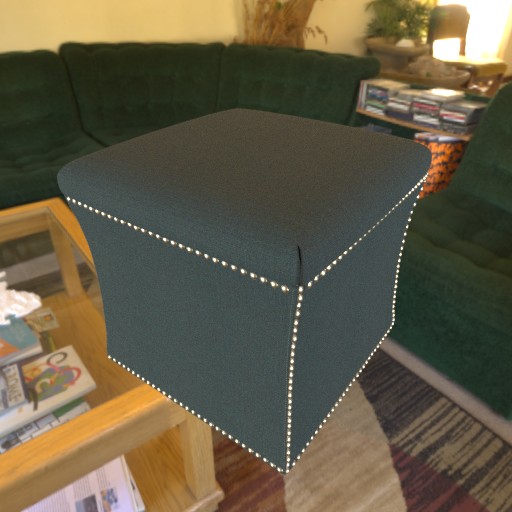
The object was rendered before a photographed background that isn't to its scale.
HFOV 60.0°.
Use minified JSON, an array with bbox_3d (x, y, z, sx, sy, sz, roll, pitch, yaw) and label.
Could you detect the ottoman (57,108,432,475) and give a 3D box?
[{"bbox_3d":[0.000,0.000,0.889,0.497,0.475,0.507,21,38,30],"label":"ottoman"}]
